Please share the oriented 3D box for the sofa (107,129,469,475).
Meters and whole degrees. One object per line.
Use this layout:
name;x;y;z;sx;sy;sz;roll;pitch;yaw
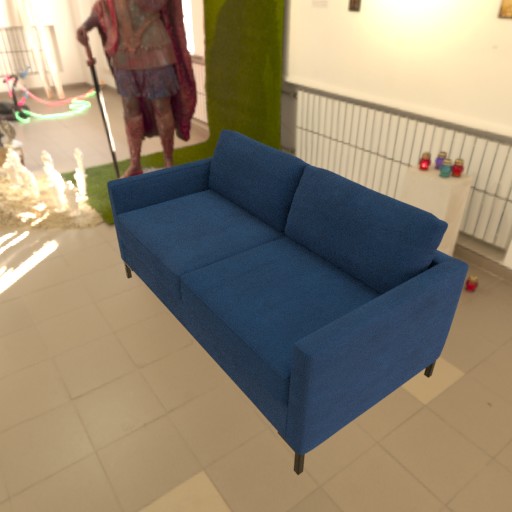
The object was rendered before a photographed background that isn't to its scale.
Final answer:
sofa;0.000;0.000;2.179;0.875;0.817;1.676;-21;38;-30
